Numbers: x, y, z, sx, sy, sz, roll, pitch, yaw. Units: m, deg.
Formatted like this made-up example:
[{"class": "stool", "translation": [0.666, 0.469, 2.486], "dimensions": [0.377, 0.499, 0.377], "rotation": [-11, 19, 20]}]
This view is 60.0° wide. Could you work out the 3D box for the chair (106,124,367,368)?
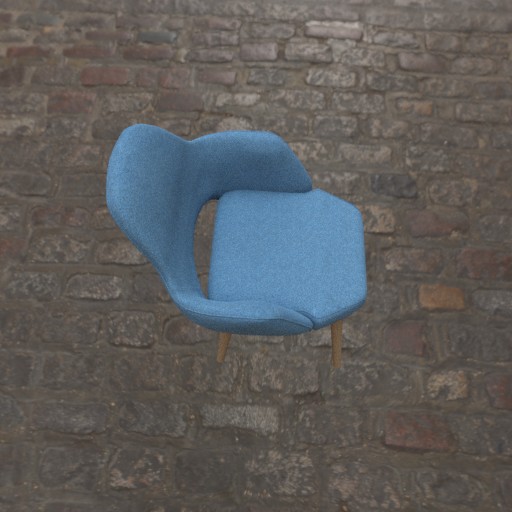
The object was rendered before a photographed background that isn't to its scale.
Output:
[{"class": "chair", "translation": [0.000, 0.000, 1.384], "dimensions": [0.666, 0.920, 0.589], "rotation": [3, 64, 1]}]
